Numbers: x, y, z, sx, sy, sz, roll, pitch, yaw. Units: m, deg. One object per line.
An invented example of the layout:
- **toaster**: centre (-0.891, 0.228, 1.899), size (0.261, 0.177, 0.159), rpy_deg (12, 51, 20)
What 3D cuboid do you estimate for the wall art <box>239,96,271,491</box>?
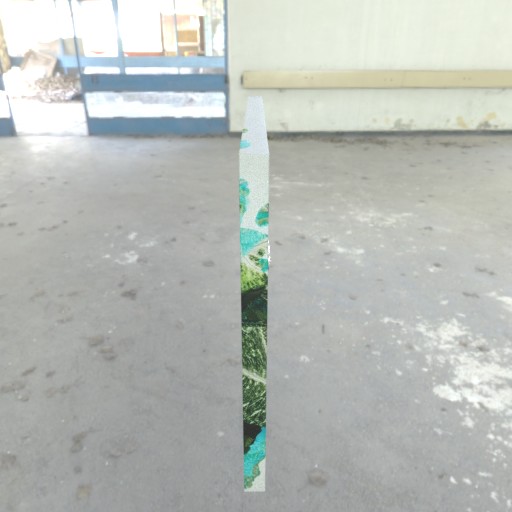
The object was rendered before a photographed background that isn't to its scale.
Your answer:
- **wall art**: centre (0.000, 0.000, 0.995), size (0.043, 0.610, 0.711), rpy_deg (0, 25, 0)
